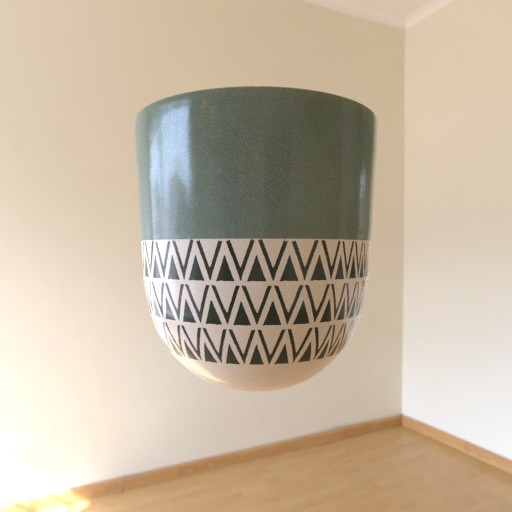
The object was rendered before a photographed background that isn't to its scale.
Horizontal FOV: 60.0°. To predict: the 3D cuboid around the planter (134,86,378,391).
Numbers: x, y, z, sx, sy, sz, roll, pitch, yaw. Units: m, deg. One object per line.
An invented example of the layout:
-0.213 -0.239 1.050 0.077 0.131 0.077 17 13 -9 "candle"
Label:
0.000 0.000 0.375 0.198 0.214 0.198 0 1 0 "planter"
